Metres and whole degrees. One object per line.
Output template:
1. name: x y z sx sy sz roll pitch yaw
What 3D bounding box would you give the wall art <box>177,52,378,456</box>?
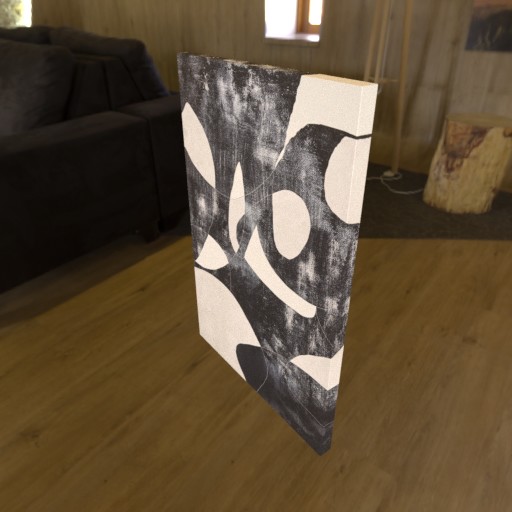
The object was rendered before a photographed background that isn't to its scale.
1. wall art: 0.000 0.000 1.147 0.041 0.915 0.610 -21 36 -31
